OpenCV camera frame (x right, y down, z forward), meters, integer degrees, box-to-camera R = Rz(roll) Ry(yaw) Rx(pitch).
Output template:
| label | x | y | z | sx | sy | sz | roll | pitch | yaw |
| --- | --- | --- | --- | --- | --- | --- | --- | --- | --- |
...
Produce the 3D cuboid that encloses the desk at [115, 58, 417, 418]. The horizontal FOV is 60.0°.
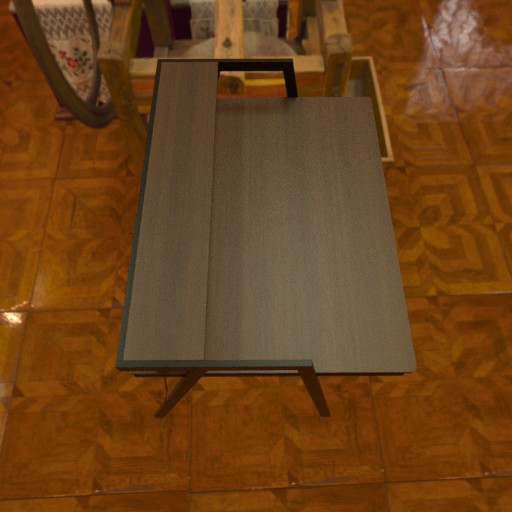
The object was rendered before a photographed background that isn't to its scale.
| label | x | y | z | sx | sy | sz | roll | pitch | yaw |
| --- | --- | --- | --- | --- | --- | --- | --- | --- | --- |
| desk | 0.000 | 0.000 | 1.836 | 0.936 | 0.998 | 1.143 | 0 | 63 | 0 |
